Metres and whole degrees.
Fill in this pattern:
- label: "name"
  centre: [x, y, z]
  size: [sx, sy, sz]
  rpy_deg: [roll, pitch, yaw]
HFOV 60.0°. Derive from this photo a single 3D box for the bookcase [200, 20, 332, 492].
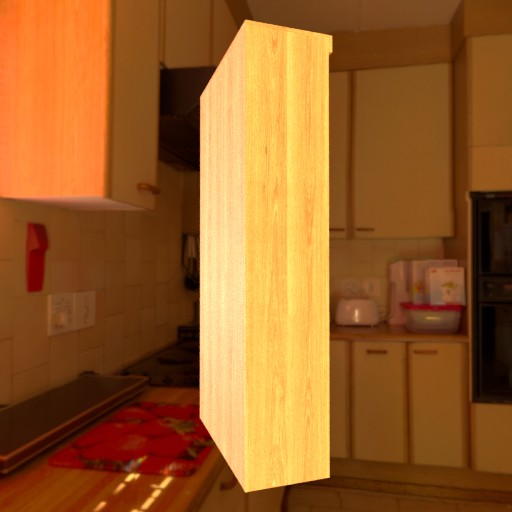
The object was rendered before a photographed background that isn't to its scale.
- label: "bookcase"
  centre: [0.000, 0.000, 2.411]
  size: [0.420, 2.020, 0.950]
  rpy_deg: [0, -1, -19]
